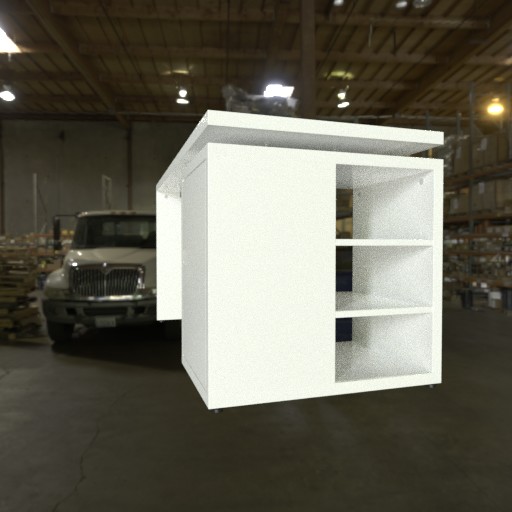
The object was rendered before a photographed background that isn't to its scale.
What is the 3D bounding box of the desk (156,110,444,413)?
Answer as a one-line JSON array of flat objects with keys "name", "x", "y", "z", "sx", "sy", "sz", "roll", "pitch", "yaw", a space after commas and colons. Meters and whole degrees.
[{"name": "desk", "x": 0.000, "y": 0.000, "z": 1.848, "sx": 0.690, "sy": 0.740, "sz": 1.400, "roll": 0, "pitch": 1, "yaw": -18}]
